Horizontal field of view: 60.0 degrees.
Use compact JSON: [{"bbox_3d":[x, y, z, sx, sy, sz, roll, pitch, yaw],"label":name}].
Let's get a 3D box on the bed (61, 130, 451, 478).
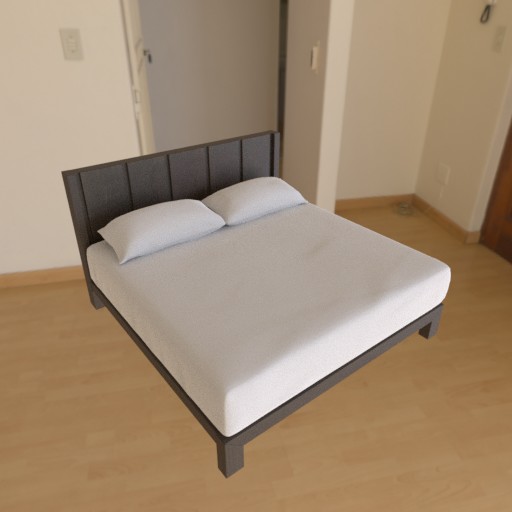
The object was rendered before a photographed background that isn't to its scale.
[{"bbox_3d":[0.000,0.000,3.582,2.143,1.261,2.238,-21,36,-32],"label":"bed"}]
